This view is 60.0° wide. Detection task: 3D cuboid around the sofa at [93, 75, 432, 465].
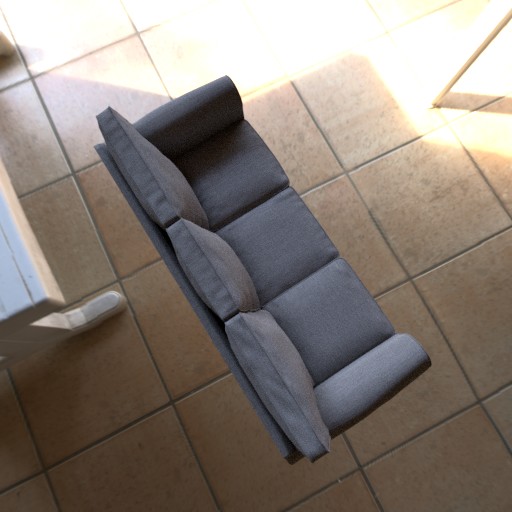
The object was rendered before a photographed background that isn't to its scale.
[{"bbox_3d":[0.000,0.000,2.607,0.916,0.961,2.084,-32,79,-7],"label":"sofa"}]
